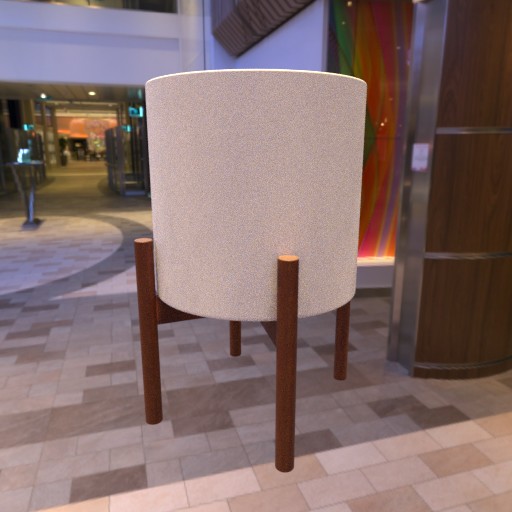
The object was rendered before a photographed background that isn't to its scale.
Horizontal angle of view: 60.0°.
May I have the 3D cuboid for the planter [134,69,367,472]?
[{"bbox_3d":[0.000,0.000,0.936,0.417,0.670,0.417,7,15,26],"label":"planter"}]
